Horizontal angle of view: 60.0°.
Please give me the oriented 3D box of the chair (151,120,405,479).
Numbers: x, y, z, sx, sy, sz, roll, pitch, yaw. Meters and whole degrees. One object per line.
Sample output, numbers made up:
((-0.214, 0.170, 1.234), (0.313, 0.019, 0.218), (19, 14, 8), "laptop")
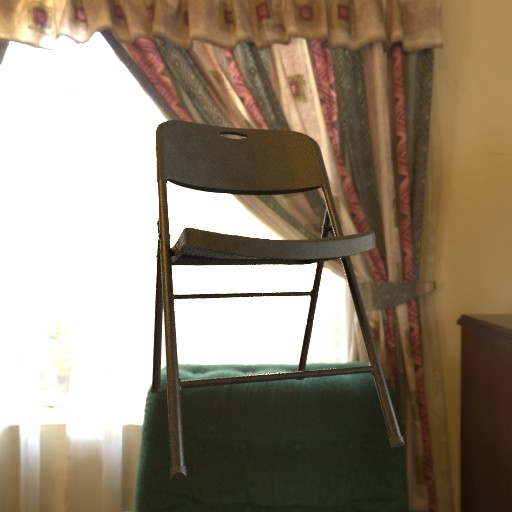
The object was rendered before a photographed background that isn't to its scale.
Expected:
((0.000, 0.000, 1.136), (0.494, 0.810, 0.566), (0, 0, -17), "chair")
